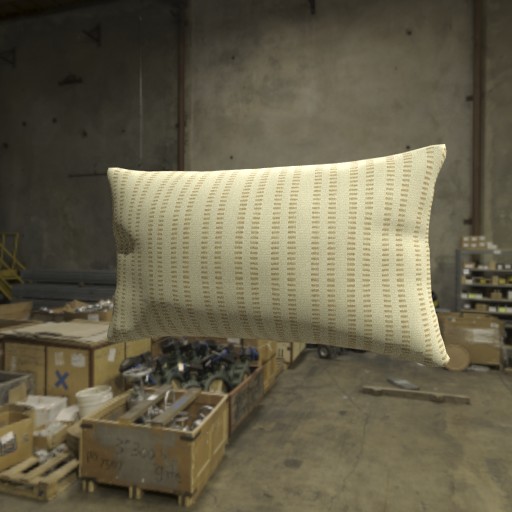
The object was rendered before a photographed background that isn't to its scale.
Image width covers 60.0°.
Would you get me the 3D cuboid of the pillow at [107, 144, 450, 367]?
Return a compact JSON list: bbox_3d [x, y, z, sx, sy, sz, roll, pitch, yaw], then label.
[{"bbox_3d":[0.000,0.000,0.790,0.640,0.353,0.210,0,0,18],"label":"pillow"}]
